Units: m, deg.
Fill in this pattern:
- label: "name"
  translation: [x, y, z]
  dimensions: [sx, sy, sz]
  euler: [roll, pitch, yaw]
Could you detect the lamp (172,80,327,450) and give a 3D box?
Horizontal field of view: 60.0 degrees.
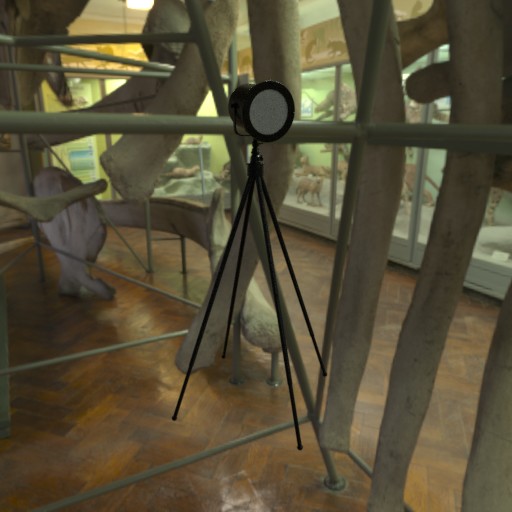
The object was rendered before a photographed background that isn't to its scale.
- label: "lamp"
  translation: [0.000, 0.000, 2.054]
  dimensions: [0.879, 1.504, 0.884]
  euler: [-8, 18, -25]
